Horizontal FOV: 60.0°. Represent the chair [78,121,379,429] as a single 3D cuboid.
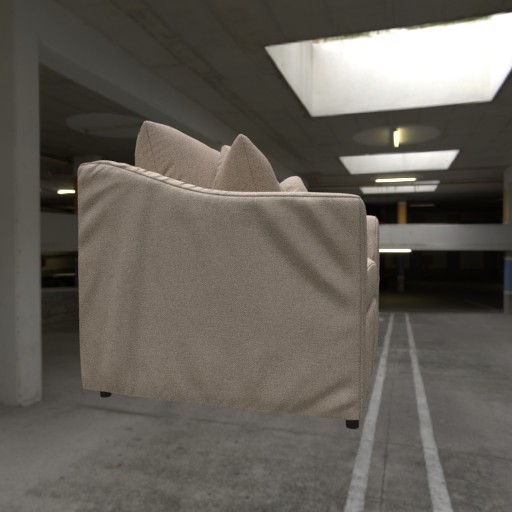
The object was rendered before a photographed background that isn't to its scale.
[{"bbox_3d":[0.000,0.000,2.062,1.071,1.093,1.194,0,1,18],"label":"chair"}]
